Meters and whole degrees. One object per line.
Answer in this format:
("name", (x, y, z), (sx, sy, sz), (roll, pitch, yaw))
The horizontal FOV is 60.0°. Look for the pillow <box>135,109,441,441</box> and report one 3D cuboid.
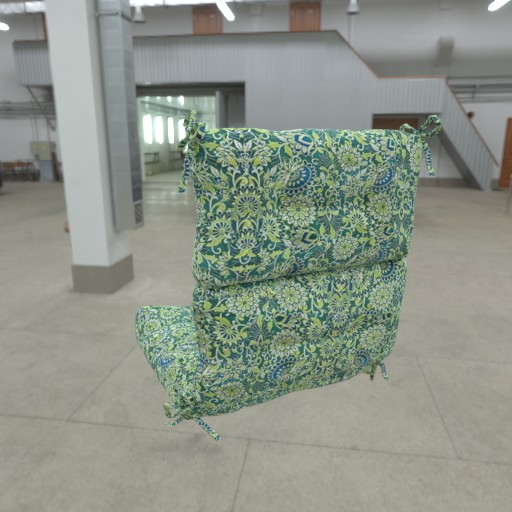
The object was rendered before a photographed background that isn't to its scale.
("pillow", (0.000, 0.000, 1.013), (0.519, 0.605, 0.571), (-7, 16, -26))
